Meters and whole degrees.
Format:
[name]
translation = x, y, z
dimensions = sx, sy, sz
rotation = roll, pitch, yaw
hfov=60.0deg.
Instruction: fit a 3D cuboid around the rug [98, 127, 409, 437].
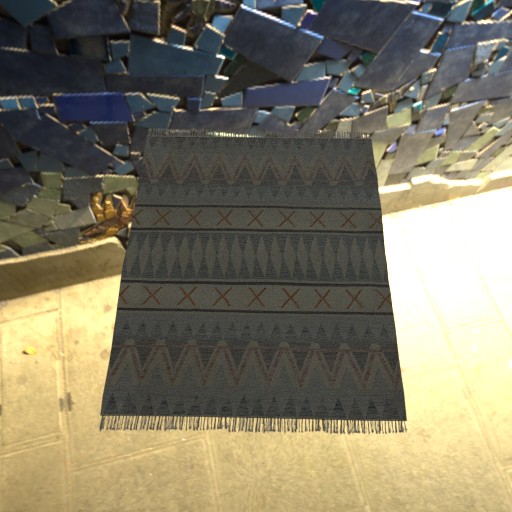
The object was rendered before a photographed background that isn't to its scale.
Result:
[rug]
translation = 0.000, 0.000, 3.994
dimensions = 2.371, 0.012, 3.000
rotation = 1, 63, 0
